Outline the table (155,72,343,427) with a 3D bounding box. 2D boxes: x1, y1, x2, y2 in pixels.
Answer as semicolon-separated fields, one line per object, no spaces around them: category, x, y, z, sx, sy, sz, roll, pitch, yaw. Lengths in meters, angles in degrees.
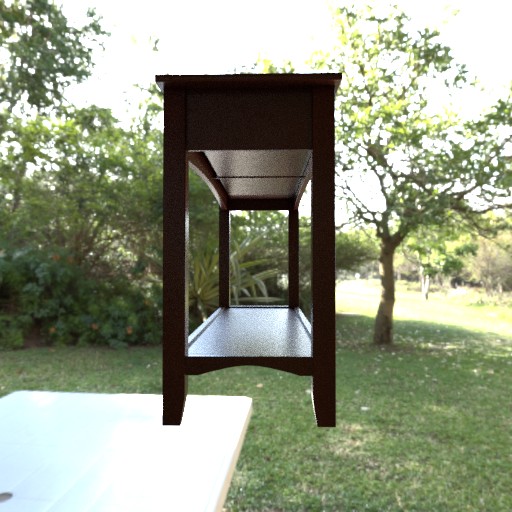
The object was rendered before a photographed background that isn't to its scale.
table;0.000;0.000;1.504;0.392;0.739;1.188;0;-1;2
